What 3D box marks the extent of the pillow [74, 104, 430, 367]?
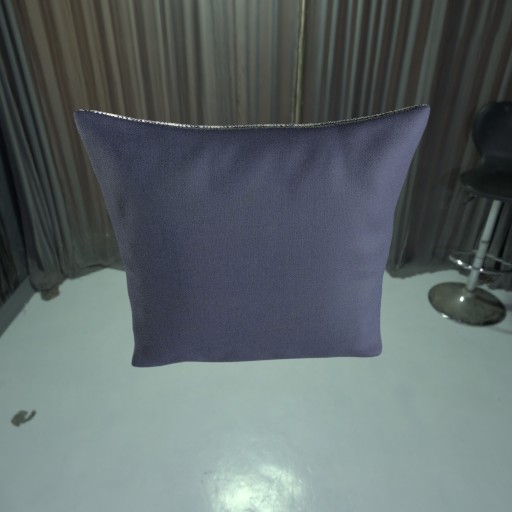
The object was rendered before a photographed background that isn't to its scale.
[{"bbox_3d":[0.000,0.000,0.777,0.520,0.508,0.166,-2,31,-3],"label":"pillow"}]
